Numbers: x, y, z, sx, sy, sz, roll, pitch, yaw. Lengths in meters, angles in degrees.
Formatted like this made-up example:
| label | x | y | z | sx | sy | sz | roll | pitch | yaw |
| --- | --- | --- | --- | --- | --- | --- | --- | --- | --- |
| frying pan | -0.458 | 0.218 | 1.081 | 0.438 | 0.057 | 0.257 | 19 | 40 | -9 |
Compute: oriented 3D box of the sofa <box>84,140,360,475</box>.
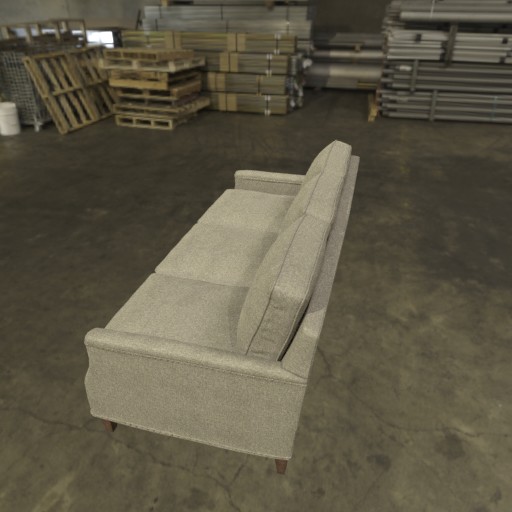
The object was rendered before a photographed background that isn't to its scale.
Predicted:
| label | x | y | z | sx | sy | sz | roll | pitch | yaw |
| --- | --- | --- | --- | --- | --- | --- | --- | --- | --- |
| sofa | 0.000 | 0.000 | 2.783 | 1.084 | 1.003 | 2.246 | 8 | 31 | 13 |
